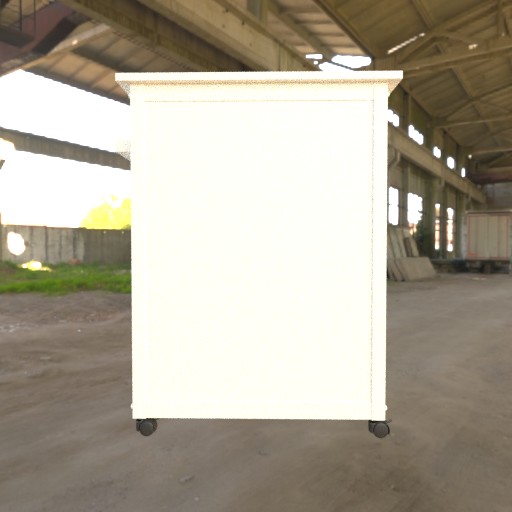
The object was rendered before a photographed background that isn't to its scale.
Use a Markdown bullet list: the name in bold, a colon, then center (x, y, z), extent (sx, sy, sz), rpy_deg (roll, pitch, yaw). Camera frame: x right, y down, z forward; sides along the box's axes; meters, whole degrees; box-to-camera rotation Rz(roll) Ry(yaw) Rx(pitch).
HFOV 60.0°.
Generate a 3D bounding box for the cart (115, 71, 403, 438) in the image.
- **cart**: center (0.000, 0.000, 1.257), extent (0.683, 0.864, 0.442), rpy_deg (0, 2, 1)
